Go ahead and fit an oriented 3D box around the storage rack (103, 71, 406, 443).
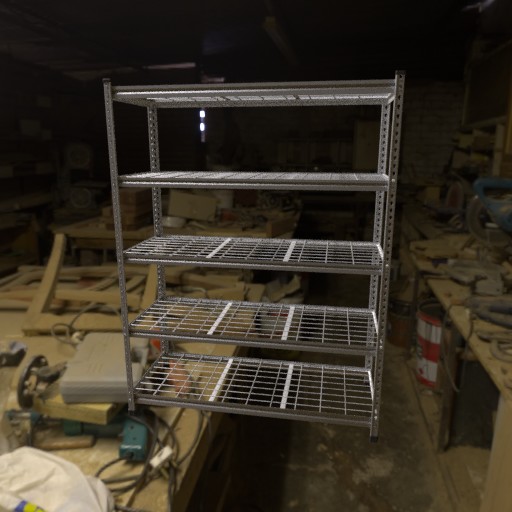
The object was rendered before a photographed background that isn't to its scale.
[{"bbox_3d":[0.000,0.000,2.709,1.524,1.981,0.610,2,14,10],"label":"storage rack"}]
